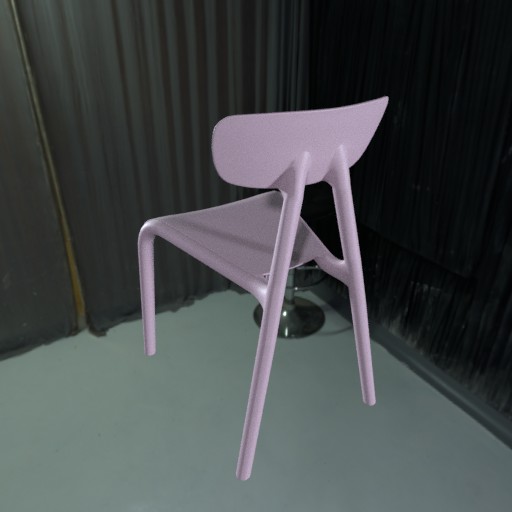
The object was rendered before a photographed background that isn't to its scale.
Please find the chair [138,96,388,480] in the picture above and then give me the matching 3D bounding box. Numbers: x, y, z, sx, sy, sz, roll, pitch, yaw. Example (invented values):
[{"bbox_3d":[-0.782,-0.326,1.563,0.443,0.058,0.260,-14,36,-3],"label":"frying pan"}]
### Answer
[{"bbox_3d":[0.000,0.000,0.816,0.356,0.580,0.401,-17,33,-29],"label":"chair"}]
